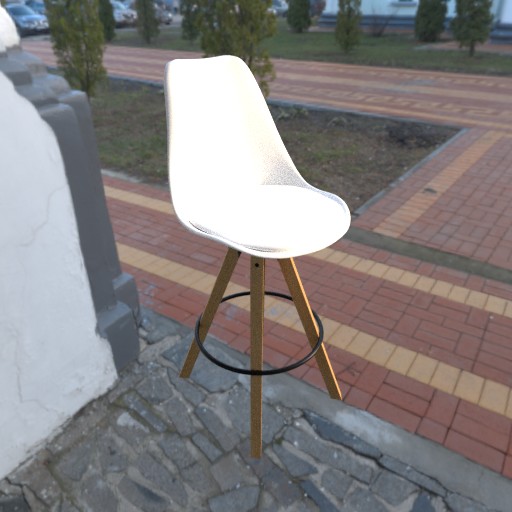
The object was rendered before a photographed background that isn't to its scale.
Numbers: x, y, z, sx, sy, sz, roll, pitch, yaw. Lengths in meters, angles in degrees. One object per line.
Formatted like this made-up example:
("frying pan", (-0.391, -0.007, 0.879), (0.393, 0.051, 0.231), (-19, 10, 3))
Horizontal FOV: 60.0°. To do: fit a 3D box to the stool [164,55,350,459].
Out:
("stool", (0.000, 0.000, 1.404), (0.482, 1.115, 0.549), (-22, 36, -33))
